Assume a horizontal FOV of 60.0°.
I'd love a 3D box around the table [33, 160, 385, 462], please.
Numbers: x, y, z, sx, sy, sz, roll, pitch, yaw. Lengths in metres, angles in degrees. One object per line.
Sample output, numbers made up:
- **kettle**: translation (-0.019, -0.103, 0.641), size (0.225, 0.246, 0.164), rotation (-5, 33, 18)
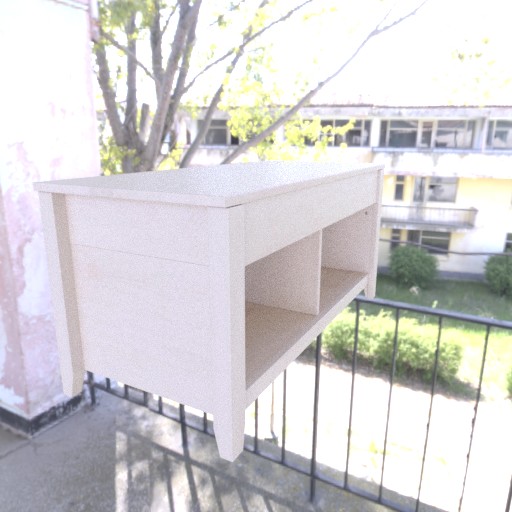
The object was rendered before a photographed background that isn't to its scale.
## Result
- **table**: translation (0.000, 0.000, 1.269), size (0.457, 0.483, 1.016), rotation (8, 17, 28)
